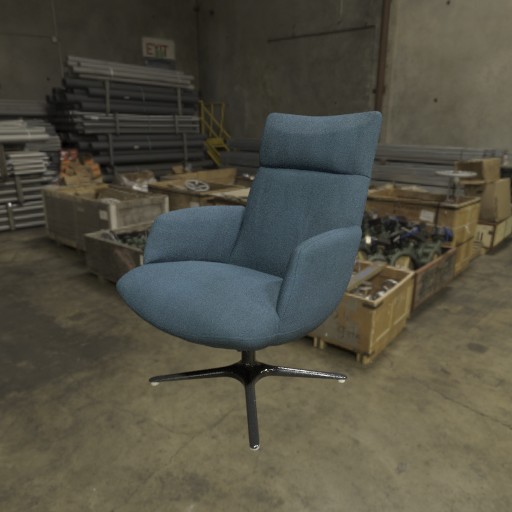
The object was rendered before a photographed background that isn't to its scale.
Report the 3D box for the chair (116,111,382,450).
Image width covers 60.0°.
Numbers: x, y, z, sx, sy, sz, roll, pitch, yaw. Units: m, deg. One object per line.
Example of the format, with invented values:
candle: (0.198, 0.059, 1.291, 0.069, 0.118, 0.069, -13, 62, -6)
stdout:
chair: (0.000, 0.000, 1.626, 0.711, 1.016, 0.889, 15, 22, 40)
